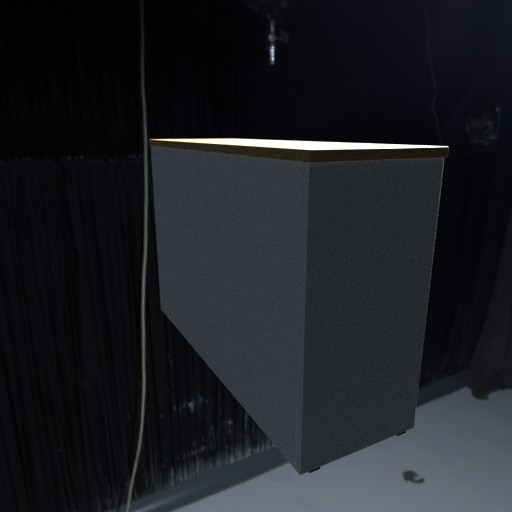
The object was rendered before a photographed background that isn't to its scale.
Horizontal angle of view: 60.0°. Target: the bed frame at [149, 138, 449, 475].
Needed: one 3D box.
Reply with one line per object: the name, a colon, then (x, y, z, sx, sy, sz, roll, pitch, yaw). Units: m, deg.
bed frame: (0.000, 0.000, 1.705, 0.430, 0.850, 1.300, -8, 18, -27)
